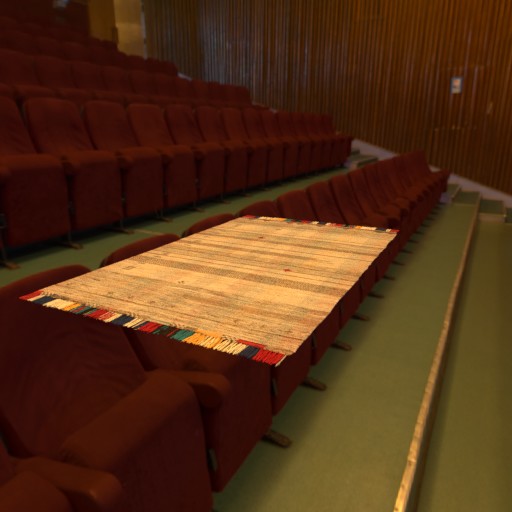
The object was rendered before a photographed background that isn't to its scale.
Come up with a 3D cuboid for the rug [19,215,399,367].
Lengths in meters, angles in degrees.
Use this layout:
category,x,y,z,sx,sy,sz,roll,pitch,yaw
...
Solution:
category,x,y,z,sx,sy,sz,roll,pitch,yaw
rug,0.000,0.000,2.959,1.465,0.012,2.465,8,18,26
